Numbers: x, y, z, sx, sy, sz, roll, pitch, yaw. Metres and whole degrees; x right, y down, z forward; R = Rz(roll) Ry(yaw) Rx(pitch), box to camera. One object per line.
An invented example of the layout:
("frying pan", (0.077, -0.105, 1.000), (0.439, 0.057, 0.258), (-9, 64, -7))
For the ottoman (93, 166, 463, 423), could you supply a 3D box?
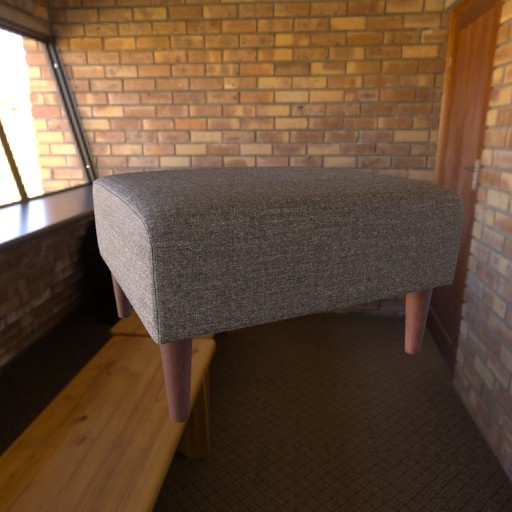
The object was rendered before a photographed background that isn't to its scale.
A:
("ottoman", (0.000, 0.000, 1.065), (0.655, 0.399, 0.648), (-8, 17, -25))
